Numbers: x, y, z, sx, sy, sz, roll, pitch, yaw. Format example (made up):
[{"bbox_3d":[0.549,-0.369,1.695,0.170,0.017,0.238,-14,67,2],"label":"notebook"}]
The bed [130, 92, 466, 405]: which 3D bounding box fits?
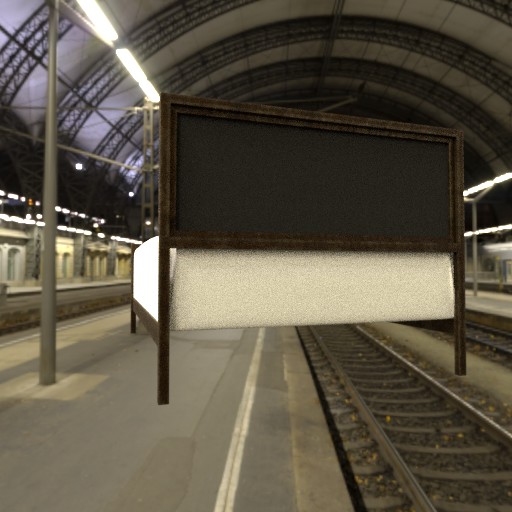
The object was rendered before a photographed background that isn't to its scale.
[{"bbox_3d":[0.000,0.000,3.163,1.607,1.313,2.221,1,-2,-19],"label":"bed"}]
